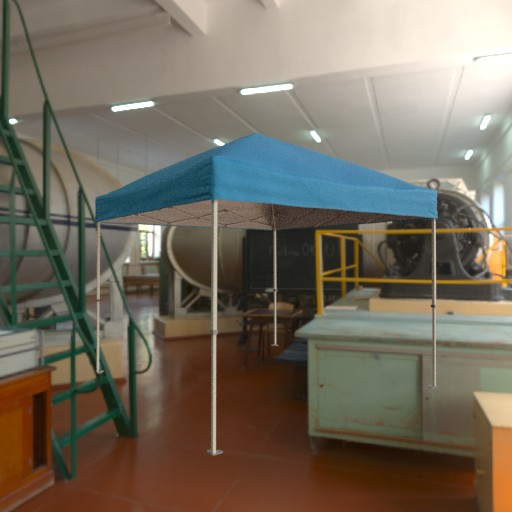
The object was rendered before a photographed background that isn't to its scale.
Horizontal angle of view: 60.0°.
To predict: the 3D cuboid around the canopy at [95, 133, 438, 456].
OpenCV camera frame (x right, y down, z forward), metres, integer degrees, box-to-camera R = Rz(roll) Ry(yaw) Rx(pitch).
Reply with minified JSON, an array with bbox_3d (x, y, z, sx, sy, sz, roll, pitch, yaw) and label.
[{"bbox_3d":[0.000,0.000,5.395,2.996,2.997,2.998,0,0,-36],"label":"canopy"}]
